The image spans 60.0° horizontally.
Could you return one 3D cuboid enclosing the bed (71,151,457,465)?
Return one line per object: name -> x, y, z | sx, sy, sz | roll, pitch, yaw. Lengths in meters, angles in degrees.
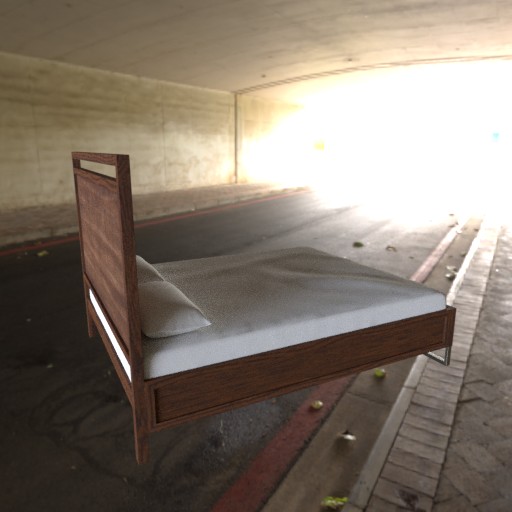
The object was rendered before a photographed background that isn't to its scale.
bed -> 0.000, 0.000, 3.256 | 2.218, 1.487, 1.765 | -7, 15, -27
